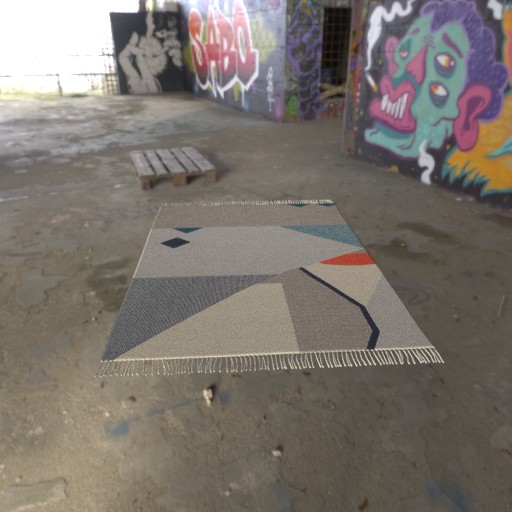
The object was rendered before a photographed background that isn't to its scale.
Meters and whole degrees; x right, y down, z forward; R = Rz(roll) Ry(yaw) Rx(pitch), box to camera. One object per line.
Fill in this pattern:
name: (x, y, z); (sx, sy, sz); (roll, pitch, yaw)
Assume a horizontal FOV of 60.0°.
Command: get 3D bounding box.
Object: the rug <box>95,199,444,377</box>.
rug: (0.000, 0.000, 2.346); (1.220, 0.005, 1.828); (-2, 25, -3)
